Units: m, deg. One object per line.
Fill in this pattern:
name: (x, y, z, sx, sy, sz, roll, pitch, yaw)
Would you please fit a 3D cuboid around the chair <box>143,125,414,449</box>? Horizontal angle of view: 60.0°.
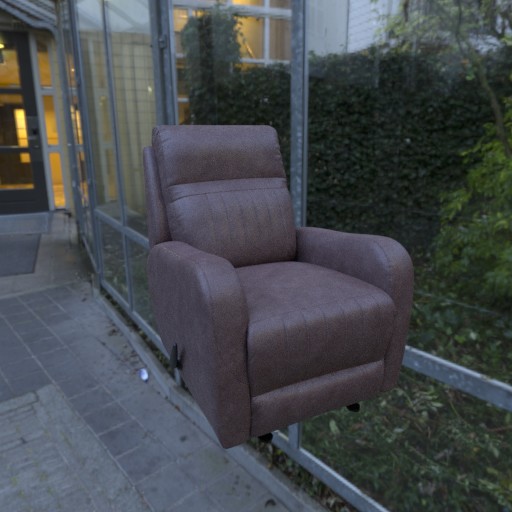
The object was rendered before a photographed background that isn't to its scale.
chair: (0.000, 0.000, 1.852, 0.865, 1.067, 1.067, -8, 17, -26)
